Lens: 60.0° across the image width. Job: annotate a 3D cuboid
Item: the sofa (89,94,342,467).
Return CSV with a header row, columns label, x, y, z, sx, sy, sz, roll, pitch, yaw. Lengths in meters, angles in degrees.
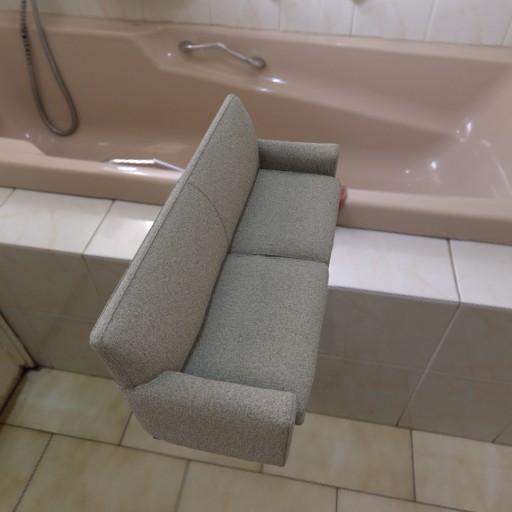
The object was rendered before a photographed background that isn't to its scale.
label,x,y,z,sx,sy,sz,roll,pitch,yaw
sofa,0.000,0.000,2.547,0.854,0.942,2.026,9,47,9
